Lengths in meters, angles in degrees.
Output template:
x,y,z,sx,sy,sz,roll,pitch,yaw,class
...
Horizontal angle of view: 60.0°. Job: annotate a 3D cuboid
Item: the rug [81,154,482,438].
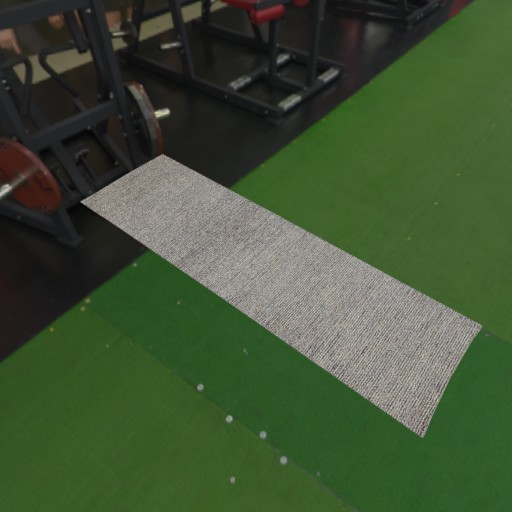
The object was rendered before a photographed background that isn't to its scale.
x,y,z,sx,sy,sz,roll,pitch,yaw,class
0.000,0.000,2.493,2.335,0.013,0.697,31,54,26,rug
